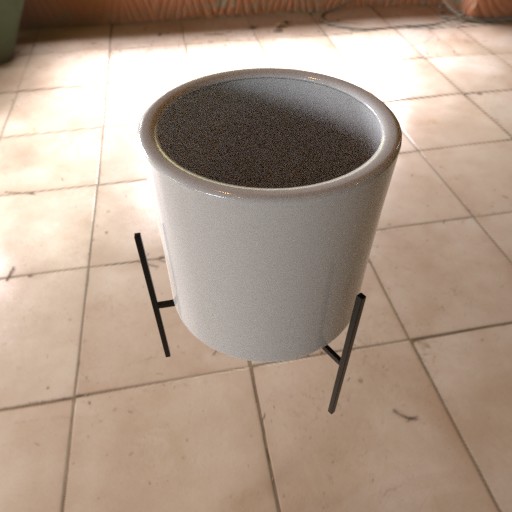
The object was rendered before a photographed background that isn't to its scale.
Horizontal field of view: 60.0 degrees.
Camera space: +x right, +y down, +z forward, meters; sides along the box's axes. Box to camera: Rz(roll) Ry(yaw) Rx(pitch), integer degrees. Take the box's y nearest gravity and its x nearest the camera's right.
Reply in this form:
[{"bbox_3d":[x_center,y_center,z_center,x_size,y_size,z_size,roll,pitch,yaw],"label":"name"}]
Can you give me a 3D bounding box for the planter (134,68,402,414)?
[{"bbox_3d":[0.000,0.000,0.724,0.361,0.480,0.360,-8,46,-8],"label":"planter"}]
